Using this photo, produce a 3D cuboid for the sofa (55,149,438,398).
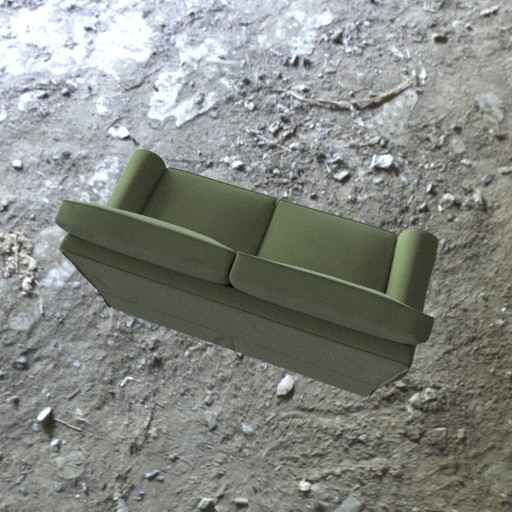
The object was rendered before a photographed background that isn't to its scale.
[{"bbox_3d":[0.000,0.000,2.386,1.823,1.024,0.841,17,65,8],"label":"sofa"}]
